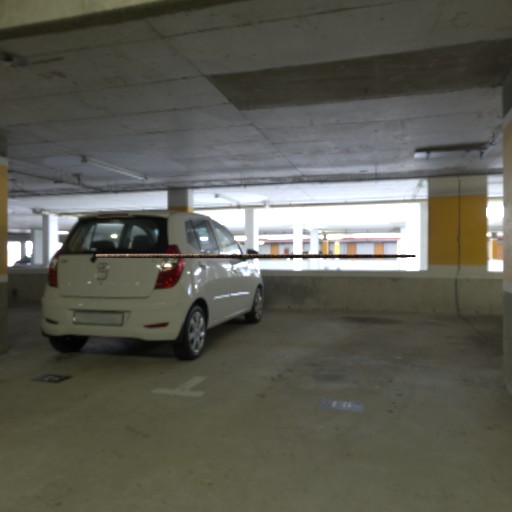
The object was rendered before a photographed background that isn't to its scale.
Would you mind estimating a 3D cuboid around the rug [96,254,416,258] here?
[{"bbox_3d":[0.000,0.000,2.226,1.514,0.015,1.514,0,0,0],"label":"rug"}]
